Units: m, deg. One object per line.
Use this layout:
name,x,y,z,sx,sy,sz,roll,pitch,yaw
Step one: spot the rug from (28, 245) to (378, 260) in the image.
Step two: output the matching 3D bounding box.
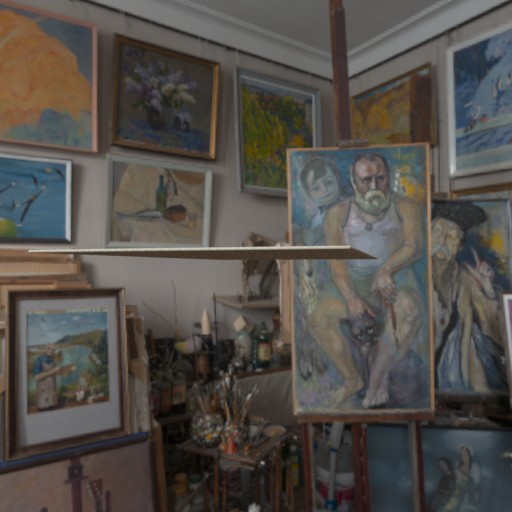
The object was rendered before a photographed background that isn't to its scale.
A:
rug,0.000,0.000,3.046,1.531,0.014,2.441,0,-1,18
